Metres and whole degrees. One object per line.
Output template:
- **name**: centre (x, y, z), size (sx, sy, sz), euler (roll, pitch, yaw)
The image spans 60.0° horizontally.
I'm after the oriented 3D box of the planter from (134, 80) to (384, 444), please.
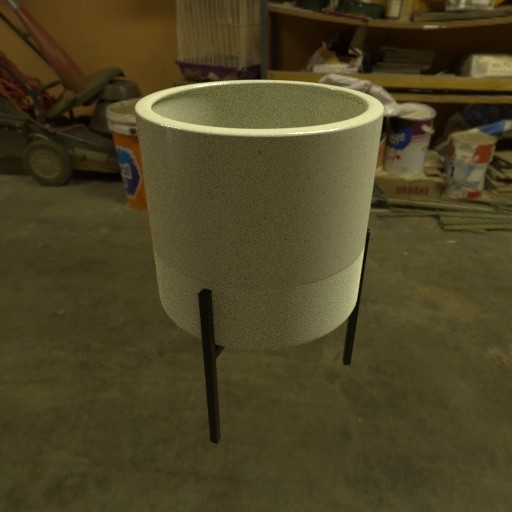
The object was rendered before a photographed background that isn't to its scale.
- **planter**: centre (0.000, 0.000, 0.338), size (0.152, 0.230, 0.159), euler (-20, 36, -30)
